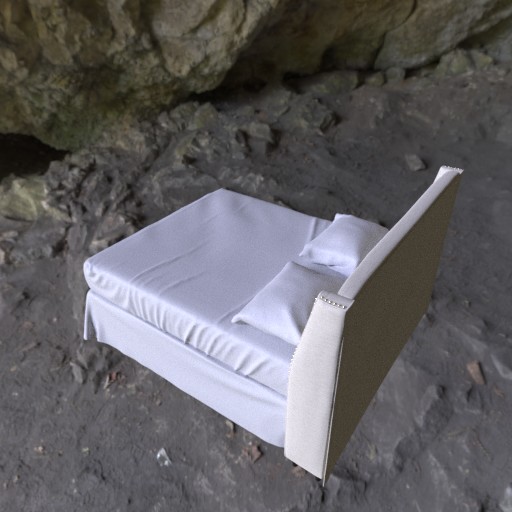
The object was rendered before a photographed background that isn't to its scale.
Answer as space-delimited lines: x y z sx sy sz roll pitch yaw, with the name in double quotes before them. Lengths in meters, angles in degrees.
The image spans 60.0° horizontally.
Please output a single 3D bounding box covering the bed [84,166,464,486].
"bed" 0.000 0.000 3.352 2.276 1.332 1.925 21 38 29
